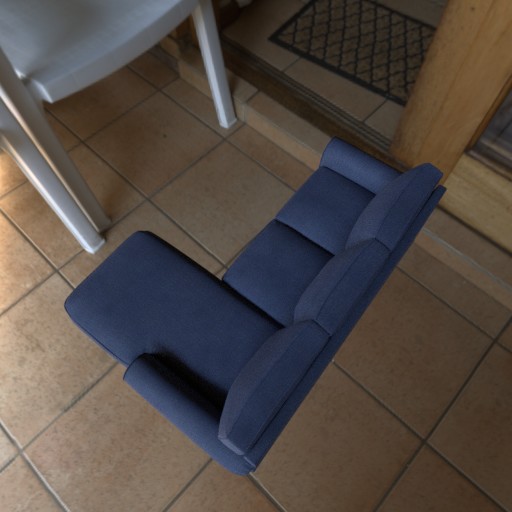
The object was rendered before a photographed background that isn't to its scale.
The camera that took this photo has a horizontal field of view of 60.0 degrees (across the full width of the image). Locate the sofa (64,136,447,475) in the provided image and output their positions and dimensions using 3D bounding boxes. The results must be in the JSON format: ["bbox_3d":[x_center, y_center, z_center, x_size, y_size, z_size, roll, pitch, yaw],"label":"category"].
[{"bbox_3d":[0.000,0.000,3.392,1.780,1.063,2.567,34,68,16],"label":"sofa"}]
